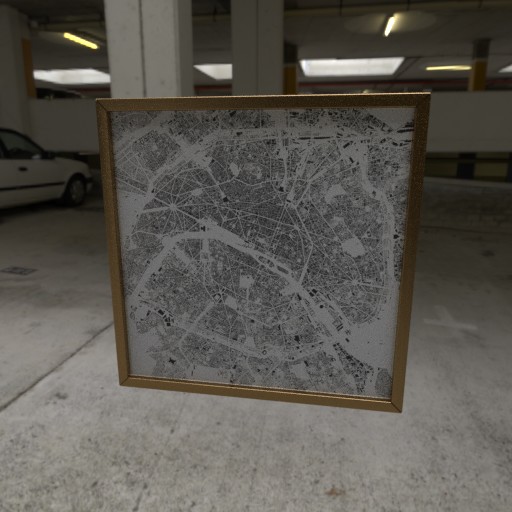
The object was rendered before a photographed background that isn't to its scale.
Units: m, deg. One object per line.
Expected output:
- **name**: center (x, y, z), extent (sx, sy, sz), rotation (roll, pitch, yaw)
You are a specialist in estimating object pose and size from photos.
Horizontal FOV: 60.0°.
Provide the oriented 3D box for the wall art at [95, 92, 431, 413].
- **wall art**: center (0.000, 0.000, 0.451), extent (0.305, 0.305, 0.037), rotation (2, 14, 10)
